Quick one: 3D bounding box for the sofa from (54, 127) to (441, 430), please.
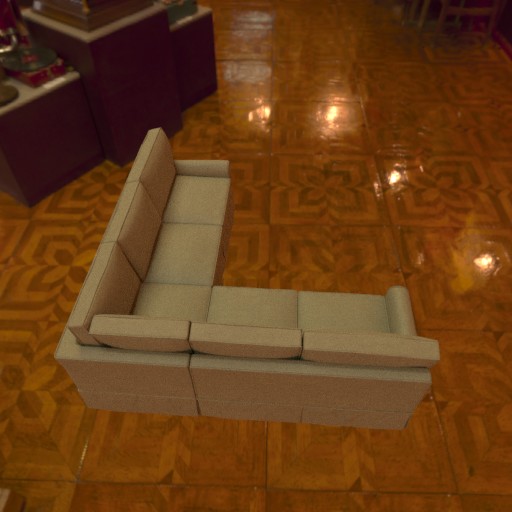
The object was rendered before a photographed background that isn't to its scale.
[{"bbox_3d":[0.000,0.000,4.060,2.618,1.081,2.623,3,48,3],"label":"sofa"}]
